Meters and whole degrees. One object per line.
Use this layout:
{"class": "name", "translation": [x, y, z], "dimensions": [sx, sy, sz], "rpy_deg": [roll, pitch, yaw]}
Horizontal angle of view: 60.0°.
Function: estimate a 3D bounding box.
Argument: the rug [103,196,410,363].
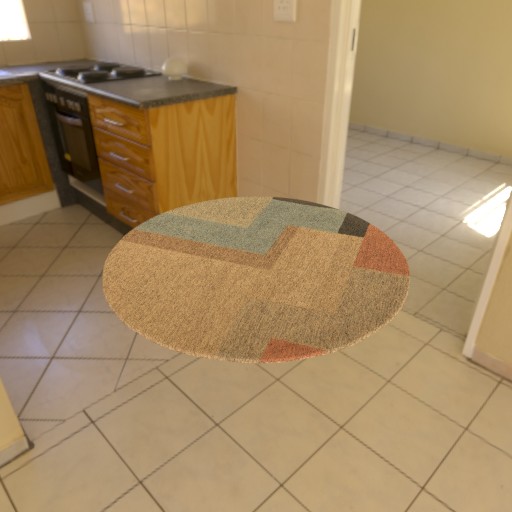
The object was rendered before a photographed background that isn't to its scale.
{"class": "rug", "translation": [0.000, 0.000, 3.685], "dimensions": [2.461, 0.033, 2.461], "rpy_deg": [0, 31, 0]}
